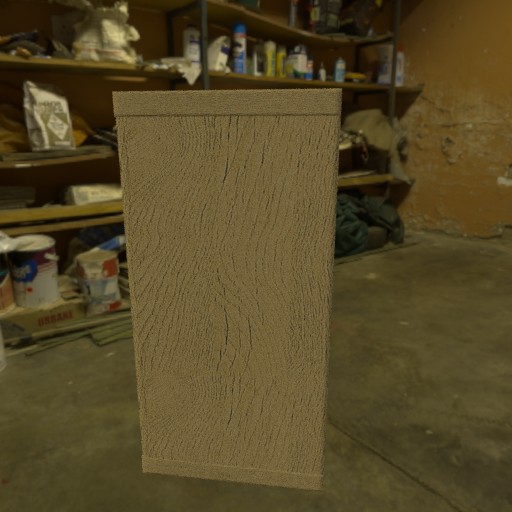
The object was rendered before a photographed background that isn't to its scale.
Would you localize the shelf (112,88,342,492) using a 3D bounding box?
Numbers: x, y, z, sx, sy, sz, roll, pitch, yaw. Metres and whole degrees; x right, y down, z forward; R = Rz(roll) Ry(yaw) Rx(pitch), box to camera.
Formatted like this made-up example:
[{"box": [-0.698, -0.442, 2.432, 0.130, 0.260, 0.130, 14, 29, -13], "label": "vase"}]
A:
[{"box": [0.000, 0.000, 1.219, 0.390, 0.786, 0.790, 2, 15, 8], "label": "shelf"}]
